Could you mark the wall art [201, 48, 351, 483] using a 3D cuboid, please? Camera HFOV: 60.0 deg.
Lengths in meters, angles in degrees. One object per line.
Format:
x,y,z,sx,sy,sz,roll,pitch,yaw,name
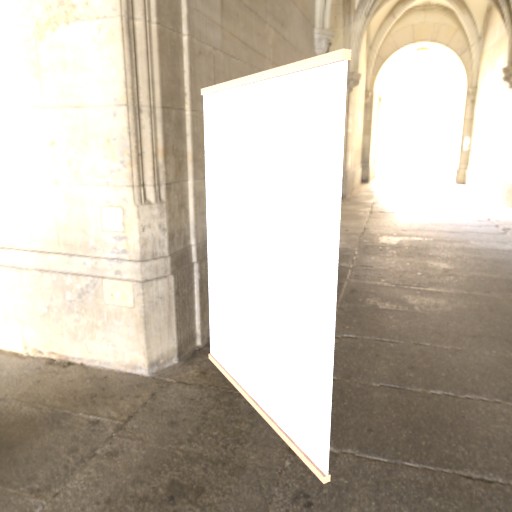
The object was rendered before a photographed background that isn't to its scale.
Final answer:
0.000,0.000,0.795,0.012,0.608,0.459,-8,16,-27,wall art
